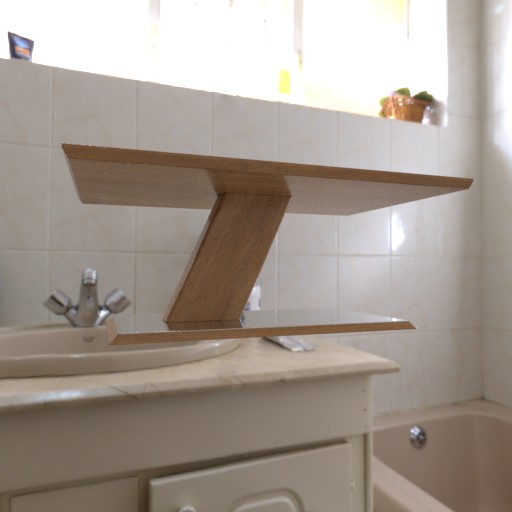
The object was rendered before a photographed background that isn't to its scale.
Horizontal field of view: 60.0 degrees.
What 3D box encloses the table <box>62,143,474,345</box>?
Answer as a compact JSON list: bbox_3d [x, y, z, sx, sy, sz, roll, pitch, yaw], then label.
[{"bbox_3d":[0.000,0.000,1.426,1.100,0.441,0.692,1,-2,-19],"label":"table"}]
